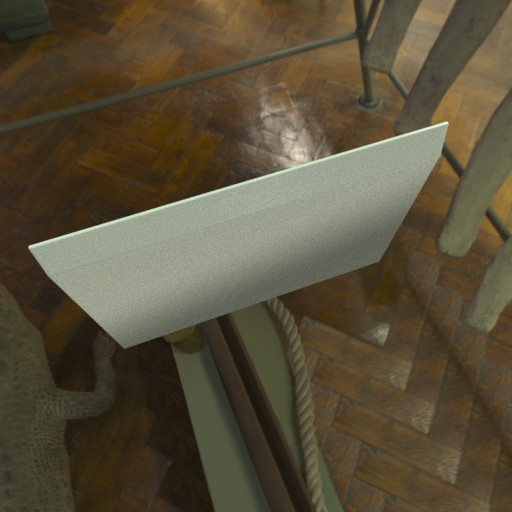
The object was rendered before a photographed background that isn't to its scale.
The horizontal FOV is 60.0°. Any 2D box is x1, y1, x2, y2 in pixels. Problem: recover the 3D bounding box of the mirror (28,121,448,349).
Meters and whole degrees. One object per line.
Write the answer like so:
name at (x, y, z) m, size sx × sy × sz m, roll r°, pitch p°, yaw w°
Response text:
mirror at (0.000, 0.000, 1.147) m, size 0.870 × 0.630 × 0.030 m, roll -18°, pitch 65°, yaw -9°
